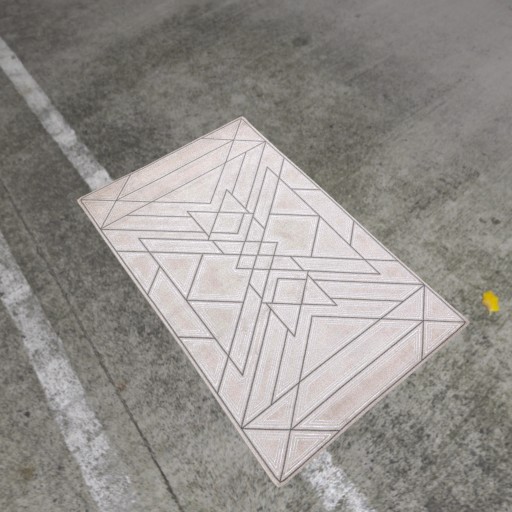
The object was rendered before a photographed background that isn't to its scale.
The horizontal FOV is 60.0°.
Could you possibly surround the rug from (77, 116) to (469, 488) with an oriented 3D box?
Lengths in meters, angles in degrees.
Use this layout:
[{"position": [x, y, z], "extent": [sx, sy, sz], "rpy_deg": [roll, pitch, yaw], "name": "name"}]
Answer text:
[{"position": [0.000, 0.000, 3.101], "extent": [1.575, 0.023, 2.459], "rpy_deg": [-33, 63, -19], "name": "rug"}]
